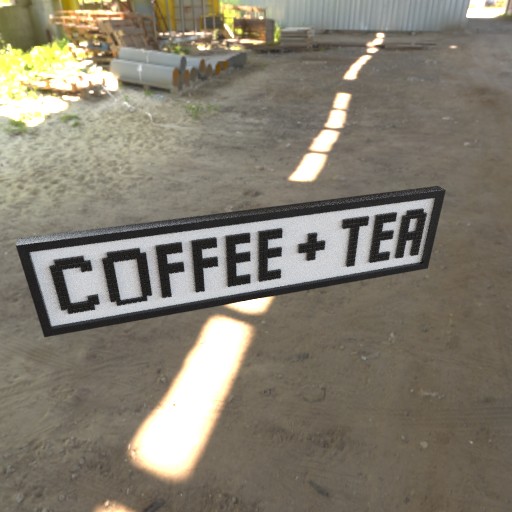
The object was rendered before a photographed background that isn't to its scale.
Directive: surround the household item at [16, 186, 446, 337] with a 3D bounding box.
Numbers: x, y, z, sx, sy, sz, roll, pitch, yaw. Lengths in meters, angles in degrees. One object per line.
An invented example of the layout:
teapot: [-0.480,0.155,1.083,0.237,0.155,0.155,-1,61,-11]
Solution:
household item: [0.000,0.000,1.073,1.001,0.236,0.030,-9,31,-15]
